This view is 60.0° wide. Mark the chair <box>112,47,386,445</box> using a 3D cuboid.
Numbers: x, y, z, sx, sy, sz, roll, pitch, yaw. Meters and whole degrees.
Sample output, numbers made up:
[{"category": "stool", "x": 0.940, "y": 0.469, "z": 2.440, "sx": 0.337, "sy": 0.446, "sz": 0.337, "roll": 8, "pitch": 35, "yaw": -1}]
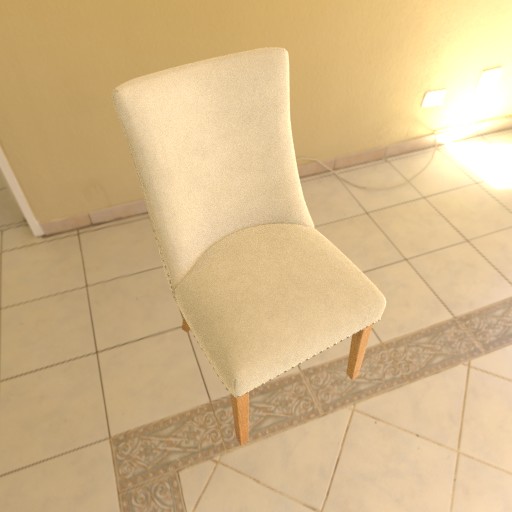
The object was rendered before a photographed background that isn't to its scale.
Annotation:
[{"category": "chair", "x": 0.000, "y": 0.000, "z": 1.258, "sx": 0.495, "sy": 0.902, "sz": 0.610, "roll": -23, "pitch": 51, "yaw": -20}]
